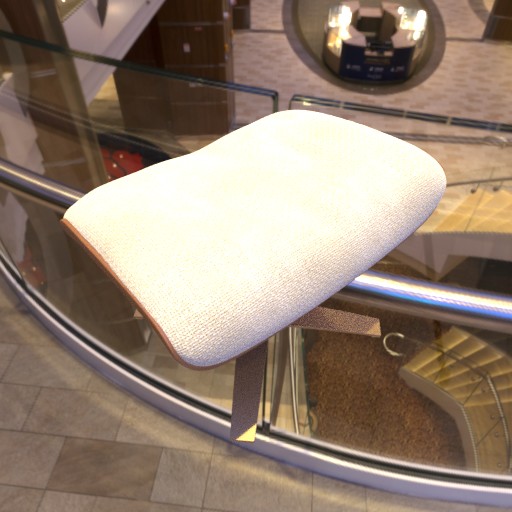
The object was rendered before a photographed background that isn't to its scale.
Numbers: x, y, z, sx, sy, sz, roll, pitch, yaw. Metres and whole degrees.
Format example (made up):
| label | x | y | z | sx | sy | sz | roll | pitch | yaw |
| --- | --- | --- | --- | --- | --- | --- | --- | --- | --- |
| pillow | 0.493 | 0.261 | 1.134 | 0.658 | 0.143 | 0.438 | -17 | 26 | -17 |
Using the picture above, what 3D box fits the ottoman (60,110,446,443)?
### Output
| label | x | y | z | sx | sy | sz | roll | pitch | yaw |
| --- | --- | --- | --- | --- | --- | --- | --- | --- | --- |
| ottoman | 0.000 | 0.000 | 0.801 | 0.520 | 0.391 | 0.394 | -31 | 53 | -26 |
